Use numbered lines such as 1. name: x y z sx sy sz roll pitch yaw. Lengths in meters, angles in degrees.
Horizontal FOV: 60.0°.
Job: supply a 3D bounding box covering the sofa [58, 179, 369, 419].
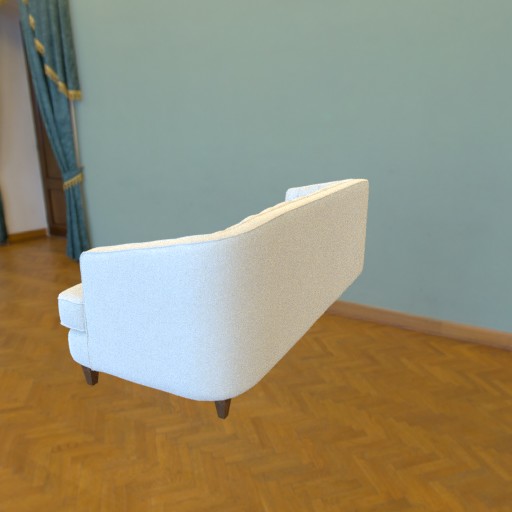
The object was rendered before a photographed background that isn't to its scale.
1. sofa: 0.000 0.000 2.793 0.941 0.855 2.278 9 19 27
